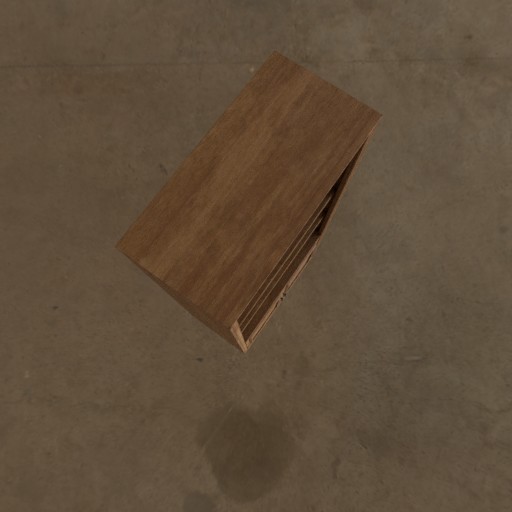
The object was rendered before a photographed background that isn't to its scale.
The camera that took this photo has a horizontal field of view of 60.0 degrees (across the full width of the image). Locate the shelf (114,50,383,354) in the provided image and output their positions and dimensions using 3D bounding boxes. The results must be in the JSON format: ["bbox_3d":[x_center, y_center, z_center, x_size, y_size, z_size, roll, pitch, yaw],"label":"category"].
[{"bbox_3d":[0.000,0.000,2.345,0.453,1.930,0.864,34,78,8],"label":"shelf"}]
